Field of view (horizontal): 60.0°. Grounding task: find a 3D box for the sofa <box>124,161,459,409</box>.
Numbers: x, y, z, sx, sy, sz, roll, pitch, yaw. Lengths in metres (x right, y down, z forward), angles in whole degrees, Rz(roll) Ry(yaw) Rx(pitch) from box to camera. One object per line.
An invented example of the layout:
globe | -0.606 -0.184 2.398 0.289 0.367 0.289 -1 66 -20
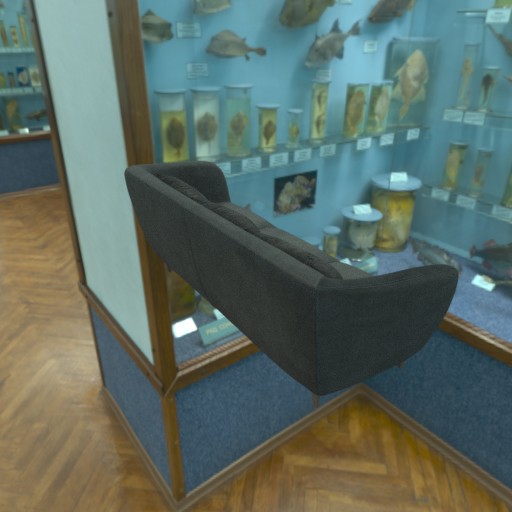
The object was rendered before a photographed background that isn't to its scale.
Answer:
sofa | 0.000 0.000 2.810 0.956 0.875 2.296 -17 32 -31
